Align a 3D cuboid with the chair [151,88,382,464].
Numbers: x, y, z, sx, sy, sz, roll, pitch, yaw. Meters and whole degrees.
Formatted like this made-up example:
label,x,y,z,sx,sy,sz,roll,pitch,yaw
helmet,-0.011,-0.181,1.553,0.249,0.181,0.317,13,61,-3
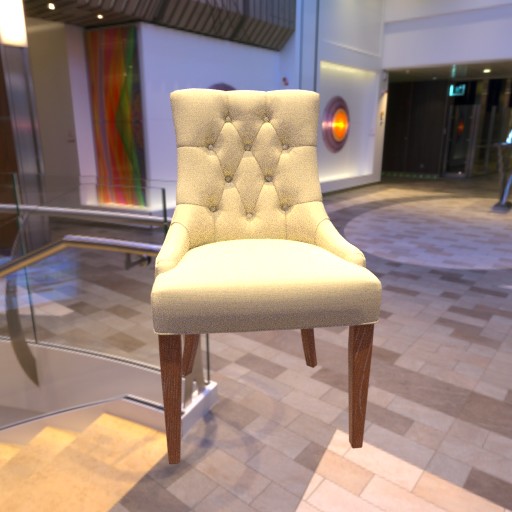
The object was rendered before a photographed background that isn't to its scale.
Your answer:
label,x,y,z,sx,sy,sz,roll,pitch,yaw
chair,0.000,0.000,1.186,0.509,0.874,0.565,-2,16,-7
